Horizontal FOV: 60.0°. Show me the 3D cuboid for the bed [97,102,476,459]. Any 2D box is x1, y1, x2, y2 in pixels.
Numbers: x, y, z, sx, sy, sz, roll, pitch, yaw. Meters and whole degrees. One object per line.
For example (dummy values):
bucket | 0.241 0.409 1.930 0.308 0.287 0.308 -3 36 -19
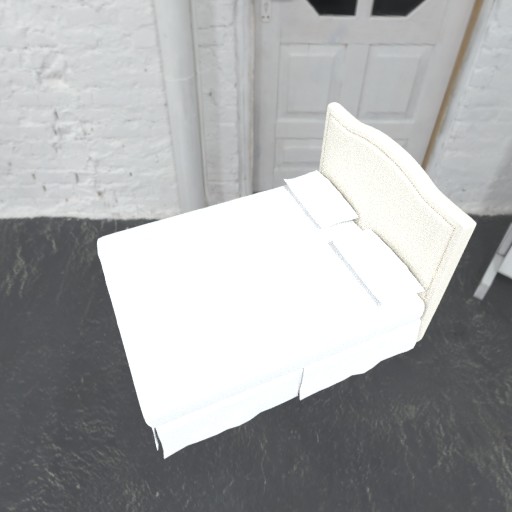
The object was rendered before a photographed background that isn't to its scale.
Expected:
bed | 0.000 0.000 3.436 2.282 1.436 1.821 -18 49 -16
